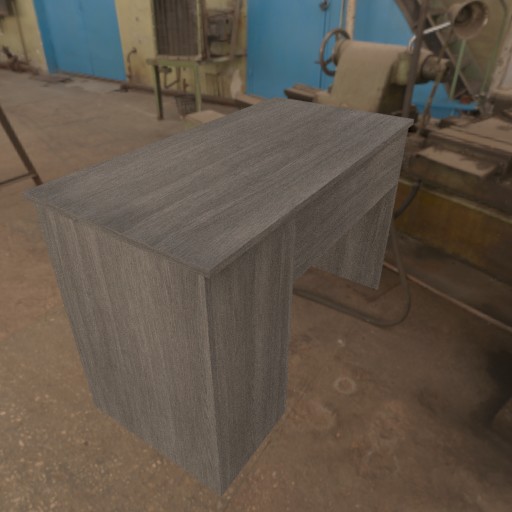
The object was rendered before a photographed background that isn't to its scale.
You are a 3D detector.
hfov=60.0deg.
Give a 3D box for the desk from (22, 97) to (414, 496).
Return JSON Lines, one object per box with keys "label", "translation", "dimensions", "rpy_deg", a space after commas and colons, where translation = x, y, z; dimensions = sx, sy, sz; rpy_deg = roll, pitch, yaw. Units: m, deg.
{"label": "desk", "translation": [0.000, 0.000, 1.471], "dimensions": [0.560, 0.735, 1.097], "rpy_deg": [21, 38, 28]}
